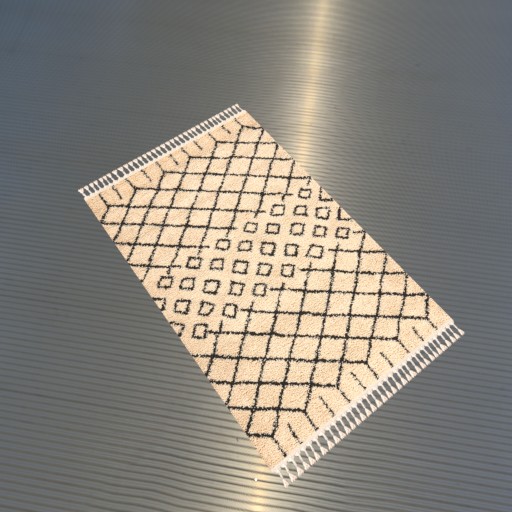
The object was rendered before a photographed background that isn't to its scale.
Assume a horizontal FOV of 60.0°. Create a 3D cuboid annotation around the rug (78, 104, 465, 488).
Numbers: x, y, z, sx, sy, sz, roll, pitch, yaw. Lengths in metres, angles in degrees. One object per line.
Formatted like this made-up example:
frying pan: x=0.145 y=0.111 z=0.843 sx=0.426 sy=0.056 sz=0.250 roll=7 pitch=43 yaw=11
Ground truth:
rug: x=0.000 y=0.000 z=2.484 sx=1.196 sy=0.008 sz=2.006 roll=-34 pitch=68 yaw=-16
